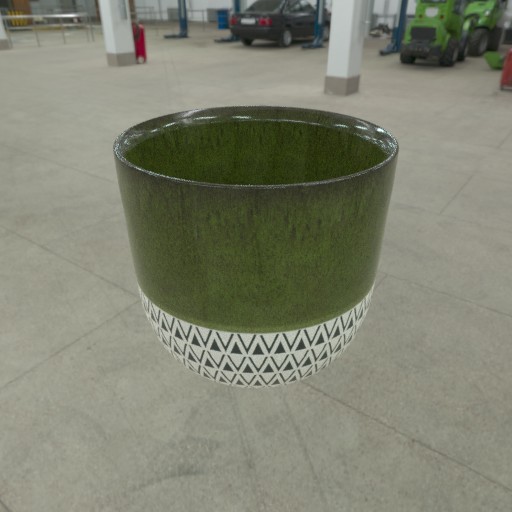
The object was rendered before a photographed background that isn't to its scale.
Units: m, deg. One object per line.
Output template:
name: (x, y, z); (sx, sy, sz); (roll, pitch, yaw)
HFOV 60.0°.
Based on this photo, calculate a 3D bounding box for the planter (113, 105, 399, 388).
planter: (0.000, 0.000, 0.495); (0.266, 0.270, 0.266); (0, 31, 0)
